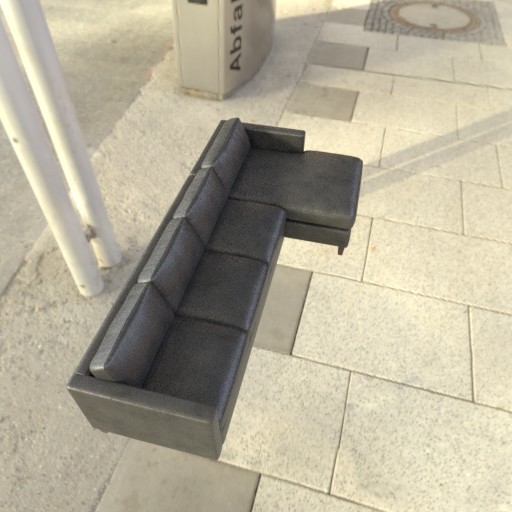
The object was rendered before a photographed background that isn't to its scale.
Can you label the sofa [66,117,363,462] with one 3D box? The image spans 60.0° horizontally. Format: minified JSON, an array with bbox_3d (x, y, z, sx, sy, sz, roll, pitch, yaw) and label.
[{"bbox_3d":[0.000,0.000,3.808,1.581,0.883,3.203,10,48,10],"label":"sofa"}]
